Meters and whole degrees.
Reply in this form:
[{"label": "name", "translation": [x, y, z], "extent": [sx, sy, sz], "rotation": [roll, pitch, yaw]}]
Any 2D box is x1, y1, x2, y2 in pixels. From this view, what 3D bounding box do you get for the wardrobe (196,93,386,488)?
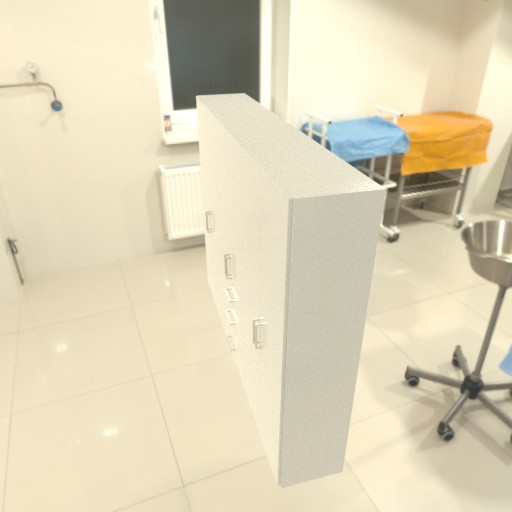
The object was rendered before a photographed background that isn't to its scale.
[{"label": "wardrobe", "translation": [0.000, 0.000, 4.098], "extent": [0.580, 2.360, 3.000], "rotation": [-8, 30, -14]}]
